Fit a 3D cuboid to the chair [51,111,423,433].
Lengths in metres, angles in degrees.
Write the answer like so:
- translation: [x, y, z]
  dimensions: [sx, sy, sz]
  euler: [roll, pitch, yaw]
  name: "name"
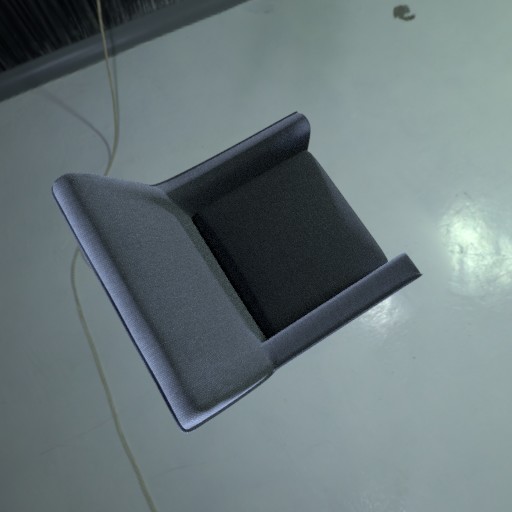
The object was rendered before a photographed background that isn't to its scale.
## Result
- translation: [0.000, 0.000, 1.629]
  dimensions: [0.899, 0.919, 0.780]
  euler: [-31, 77, -8]
  name: "chair"
